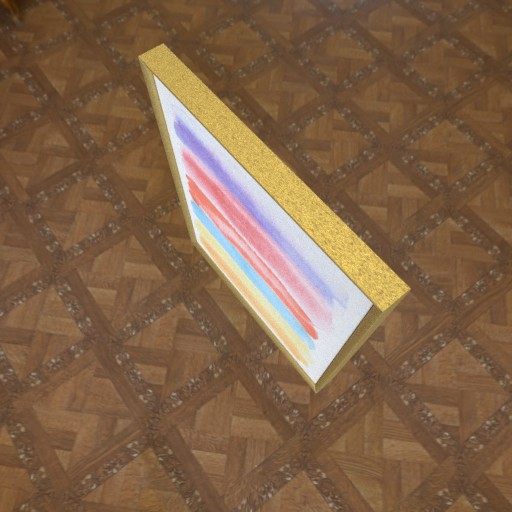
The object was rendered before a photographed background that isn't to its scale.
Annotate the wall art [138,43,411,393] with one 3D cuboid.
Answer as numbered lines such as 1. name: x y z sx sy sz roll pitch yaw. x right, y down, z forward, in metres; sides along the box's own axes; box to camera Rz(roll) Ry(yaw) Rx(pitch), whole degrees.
1. wall art: 0.000 0.000 0.902 0.048 0.642 0.537 -36 70 -15
